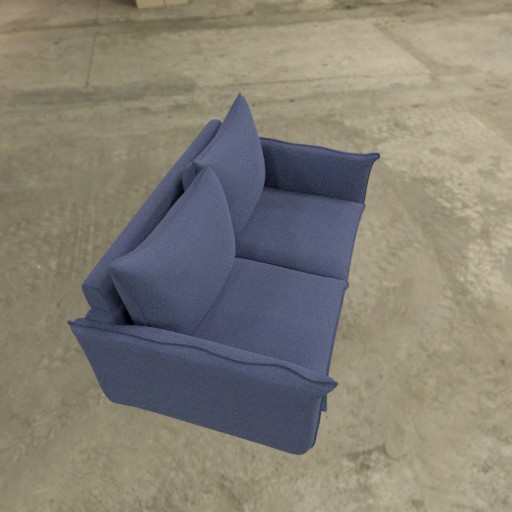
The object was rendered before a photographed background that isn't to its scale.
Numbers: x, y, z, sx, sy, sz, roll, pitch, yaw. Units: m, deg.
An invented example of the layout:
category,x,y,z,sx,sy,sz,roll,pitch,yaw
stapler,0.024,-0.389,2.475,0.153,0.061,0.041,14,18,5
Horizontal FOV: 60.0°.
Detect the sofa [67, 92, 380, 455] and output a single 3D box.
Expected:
category,x,y,z,sx,sy,sz,roll,pitch,yaw
sofa,0.000,0.000,1.820,0.820,0.840,1.300,12,45,12
